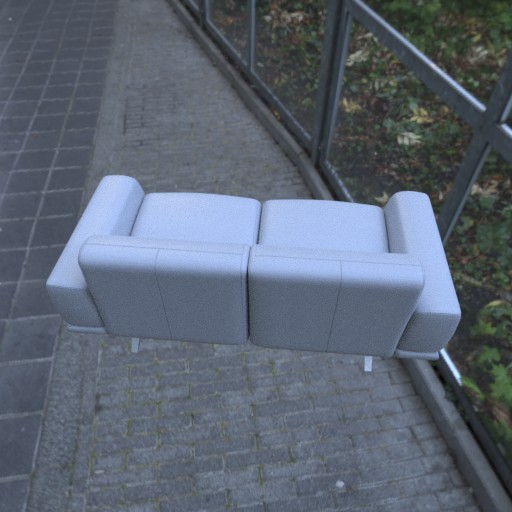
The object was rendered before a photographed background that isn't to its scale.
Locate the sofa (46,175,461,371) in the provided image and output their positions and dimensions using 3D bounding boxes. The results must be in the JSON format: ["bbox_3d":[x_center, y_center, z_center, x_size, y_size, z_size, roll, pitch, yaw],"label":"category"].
[{"bbox_3d":[0.000,0.000,2.391,1.901,0.772,0.900,4,47,4],"label":"sofa"}]
